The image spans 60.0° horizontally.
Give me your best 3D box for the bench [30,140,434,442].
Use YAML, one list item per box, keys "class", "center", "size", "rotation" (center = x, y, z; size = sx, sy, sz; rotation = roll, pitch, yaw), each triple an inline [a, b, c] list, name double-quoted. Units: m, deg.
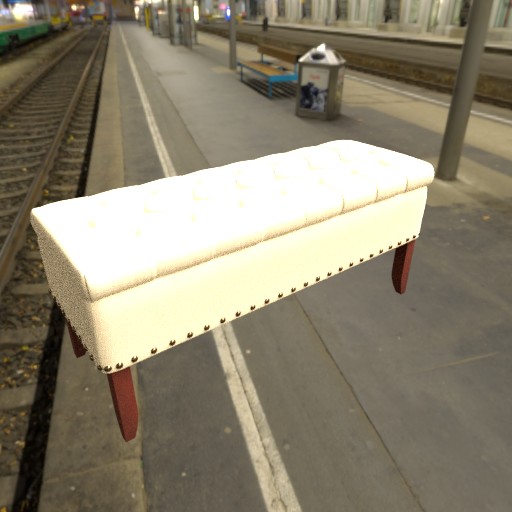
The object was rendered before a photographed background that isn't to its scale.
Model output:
- class: "bench"
  center: [0.000, 0.000, 1.274]
  size: [1.054, 0.470, 0.400]
  rotation: [-20, 35, -32]
